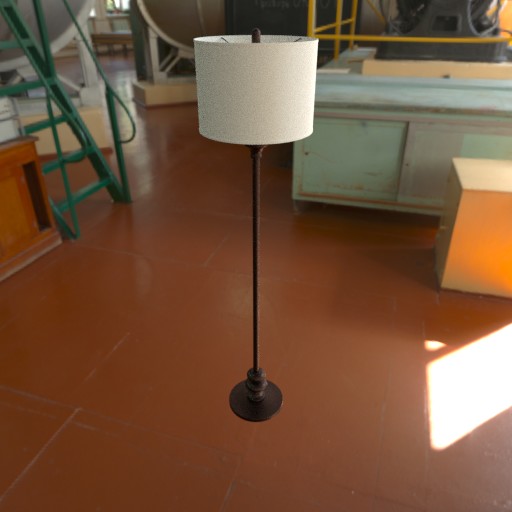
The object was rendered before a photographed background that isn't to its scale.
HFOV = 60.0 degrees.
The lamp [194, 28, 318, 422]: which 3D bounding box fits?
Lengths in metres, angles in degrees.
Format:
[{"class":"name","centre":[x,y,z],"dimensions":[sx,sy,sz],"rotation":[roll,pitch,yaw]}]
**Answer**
[{"class":"lamp","centre":[0.000,0.000,1.626],"dimensions":[0.356,1.487,0.356],"rotation":[-21,35,-32]}]
